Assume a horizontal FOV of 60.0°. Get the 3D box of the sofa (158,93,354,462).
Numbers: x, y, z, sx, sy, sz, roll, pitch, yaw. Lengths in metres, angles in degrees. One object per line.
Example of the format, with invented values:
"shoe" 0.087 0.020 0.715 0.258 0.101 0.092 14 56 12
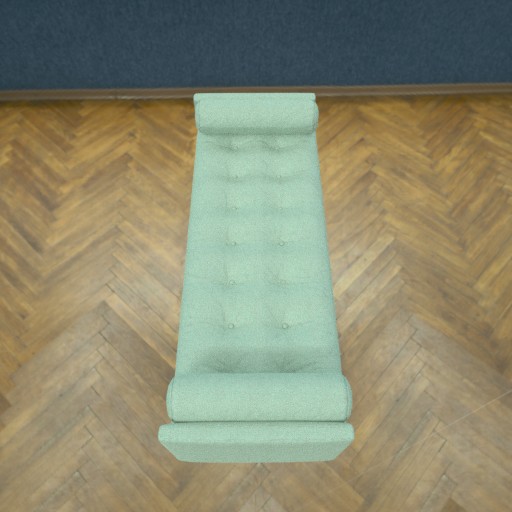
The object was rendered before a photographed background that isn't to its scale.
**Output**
"sofa" 0.000 0.000 2.521 0.796 0.705 2.102 0 58 0
